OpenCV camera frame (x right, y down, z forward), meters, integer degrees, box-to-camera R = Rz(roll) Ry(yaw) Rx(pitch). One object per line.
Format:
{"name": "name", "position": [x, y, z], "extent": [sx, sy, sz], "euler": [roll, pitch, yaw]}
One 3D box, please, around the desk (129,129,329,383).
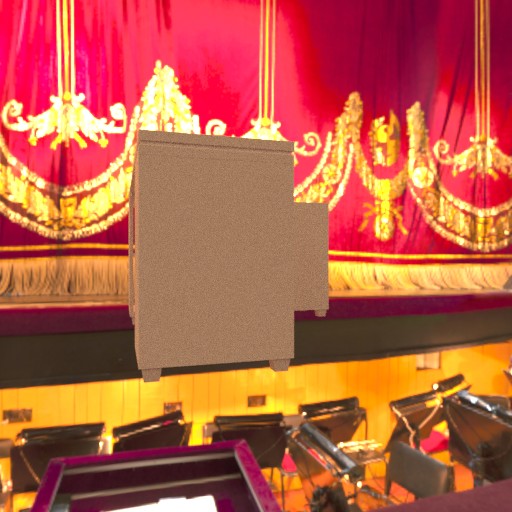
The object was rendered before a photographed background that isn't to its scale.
{"name": "desk", "position": [0.000, 0.000, 2.222], "extent": [1.199, 0.759, 1.524], "euler": [0, 0, -17]}
